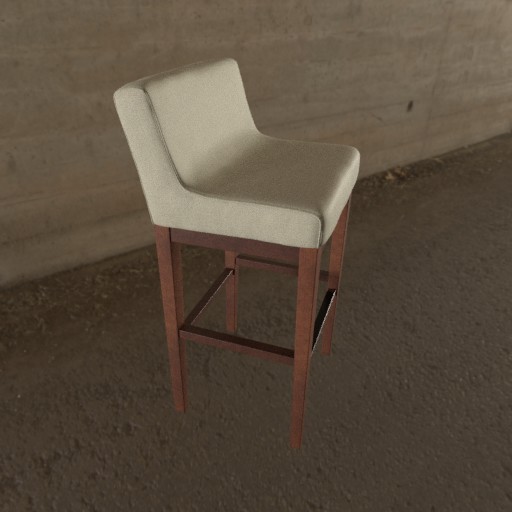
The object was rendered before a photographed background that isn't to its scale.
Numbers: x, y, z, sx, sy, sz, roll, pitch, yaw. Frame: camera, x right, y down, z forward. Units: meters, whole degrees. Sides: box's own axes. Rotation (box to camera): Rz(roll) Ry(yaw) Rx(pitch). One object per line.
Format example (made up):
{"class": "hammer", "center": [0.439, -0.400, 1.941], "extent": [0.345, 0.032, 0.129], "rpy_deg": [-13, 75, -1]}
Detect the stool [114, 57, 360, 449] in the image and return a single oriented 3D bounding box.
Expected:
{"class": "stool", "center": [0.000, 0.000, 1.335], "extent": [0.500, 1.037, 0.511], "rpy_deg": [11, 32, 17]}
